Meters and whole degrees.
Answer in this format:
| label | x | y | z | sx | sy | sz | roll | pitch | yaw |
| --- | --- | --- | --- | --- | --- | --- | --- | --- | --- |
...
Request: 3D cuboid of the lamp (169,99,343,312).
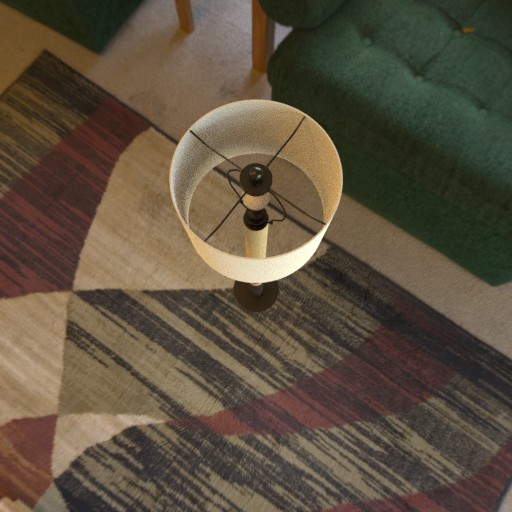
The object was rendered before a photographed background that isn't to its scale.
| label | x | y | z | sx | sy | sz | roll | pitch | yaw |
| --- | --- | --- | --- | --- | --- | --- | --- | --- | --- |
| lamp | 0.000 | 0.000 | 1.667 | 0.381 | 1.478 | 0.381 | 17 | 76 | 4 |
